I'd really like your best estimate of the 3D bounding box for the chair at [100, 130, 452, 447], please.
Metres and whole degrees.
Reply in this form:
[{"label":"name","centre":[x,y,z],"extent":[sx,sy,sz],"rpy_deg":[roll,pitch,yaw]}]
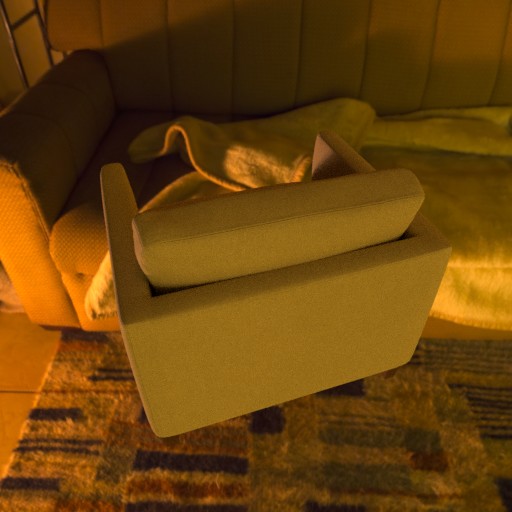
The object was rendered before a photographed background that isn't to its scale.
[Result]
[{"label":"chair","centre":[0.000,0.000,1.833],"extent":[1.107,0.961,0.959],"rpy_deg":[-12,43,-14]}]
